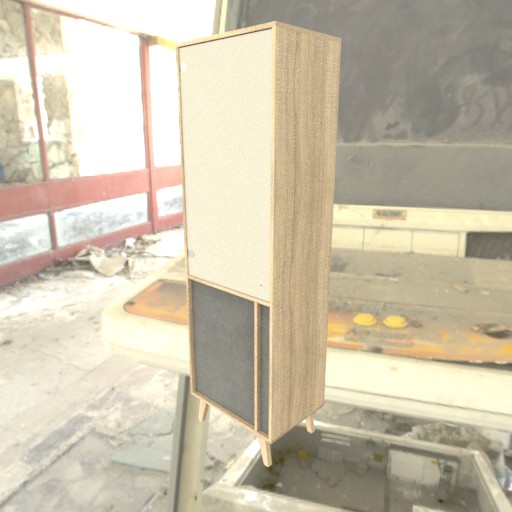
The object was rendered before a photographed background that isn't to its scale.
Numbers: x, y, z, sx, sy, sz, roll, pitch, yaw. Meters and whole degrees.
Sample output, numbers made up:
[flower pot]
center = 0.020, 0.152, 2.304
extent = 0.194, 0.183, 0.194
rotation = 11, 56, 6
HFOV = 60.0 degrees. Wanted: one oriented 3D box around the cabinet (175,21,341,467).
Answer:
[cabinet]
center = 0.000, 0.000, 2.085
extent = 0.570, 1.850, 0.400
rotation = 14, 21, 42
